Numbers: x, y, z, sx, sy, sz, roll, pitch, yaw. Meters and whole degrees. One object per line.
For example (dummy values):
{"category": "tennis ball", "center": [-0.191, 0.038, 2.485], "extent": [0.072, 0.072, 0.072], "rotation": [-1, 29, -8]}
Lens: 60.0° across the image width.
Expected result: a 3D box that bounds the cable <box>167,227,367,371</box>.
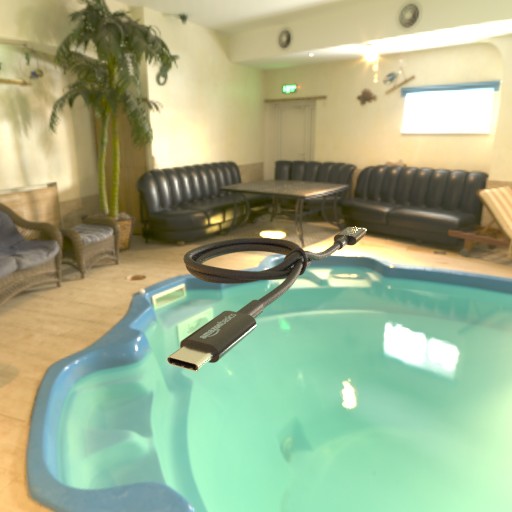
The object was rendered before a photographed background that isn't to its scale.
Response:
{"category": "cable", "center": [0.000, 0.000, 0.226], "extent": [0.070, 0.014, 0.203], "rotation": [8, 18, 25]}
